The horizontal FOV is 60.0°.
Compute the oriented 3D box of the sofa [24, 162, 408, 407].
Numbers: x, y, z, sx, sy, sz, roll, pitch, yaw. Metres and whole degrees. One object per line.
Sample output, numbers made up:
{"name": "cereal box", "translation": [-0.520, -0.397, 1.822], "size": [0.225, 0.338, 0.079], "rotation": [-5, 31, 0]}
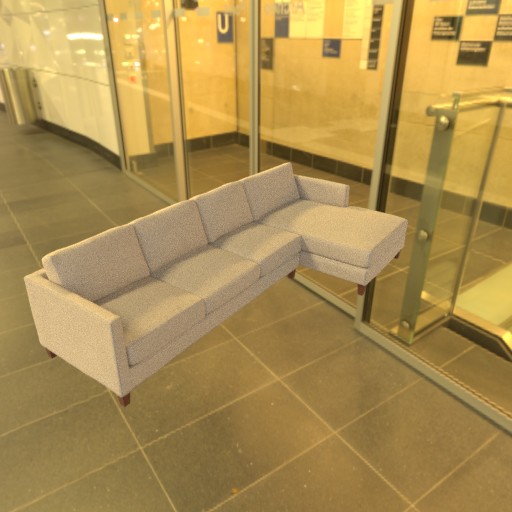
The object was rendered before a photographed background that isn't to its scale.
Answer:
{"name": "sofa", "translation": [0.000, 0.000, 3.835], "size": [1.625, 0.861, 3.186], "rotation": [18, 32, 31]}
